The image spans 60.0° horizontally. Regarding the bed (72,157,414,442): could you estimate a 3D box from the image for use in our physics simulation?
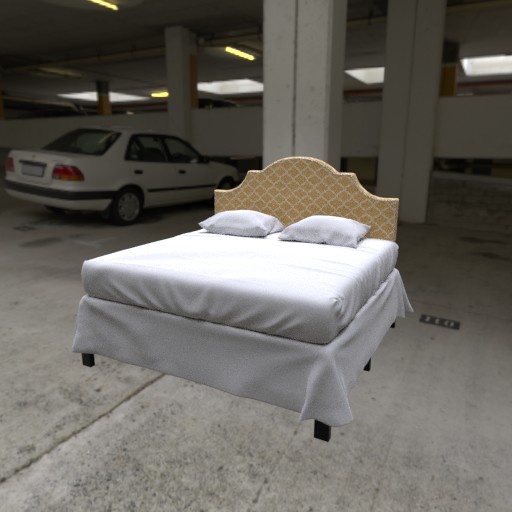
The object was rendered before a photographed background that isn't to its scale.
[{"bbox_3d":[0.000,0.000,3.730,2.314,1.601,2.222,7,15,27],"label":"bed"}]
